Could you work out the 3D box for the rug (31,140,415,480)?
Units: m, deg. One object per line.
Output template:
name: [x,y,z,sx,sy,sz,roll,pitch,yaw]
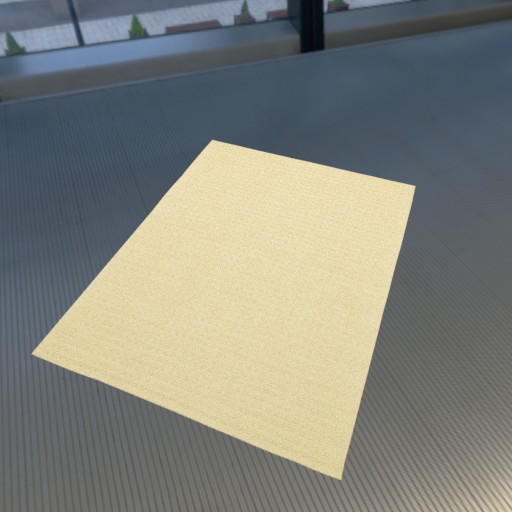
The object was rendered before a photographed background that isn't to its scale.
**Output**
rug: [0.000,0.000,4.110,2.452,0.016,3.204,16,49,15]
